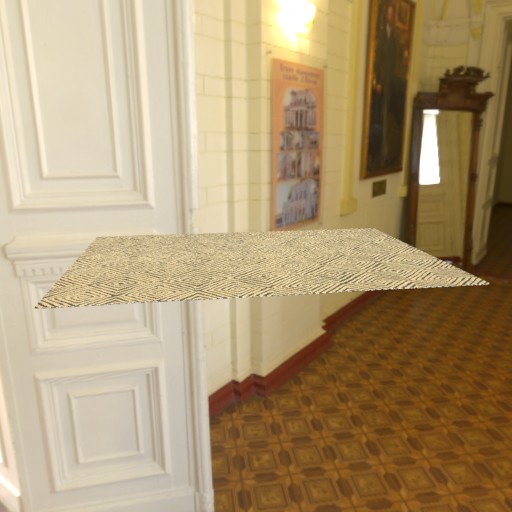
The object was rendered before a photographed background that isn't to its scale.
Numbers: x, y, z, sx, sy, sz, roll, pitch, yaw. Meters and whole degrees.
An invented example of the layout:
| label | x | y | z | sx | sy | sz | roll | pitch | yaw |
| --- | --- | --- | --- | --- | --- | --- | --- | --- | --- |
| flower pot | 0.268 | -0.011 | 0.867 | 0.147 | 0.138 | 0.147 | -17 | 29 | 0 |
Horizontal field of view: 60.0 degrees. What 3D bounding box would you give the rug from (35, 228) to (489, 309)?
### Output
| label | x | y | z | sx | sy | sz | roll | pitch | yaw |
| --- | --- | --- | --- | --- | --- | --- | --- | --- | --- |
| rug | 0.000 | 0.000 | 2.234 | 1.750 | 0.004 | 1.177 | -2 | 15 | -9 |
